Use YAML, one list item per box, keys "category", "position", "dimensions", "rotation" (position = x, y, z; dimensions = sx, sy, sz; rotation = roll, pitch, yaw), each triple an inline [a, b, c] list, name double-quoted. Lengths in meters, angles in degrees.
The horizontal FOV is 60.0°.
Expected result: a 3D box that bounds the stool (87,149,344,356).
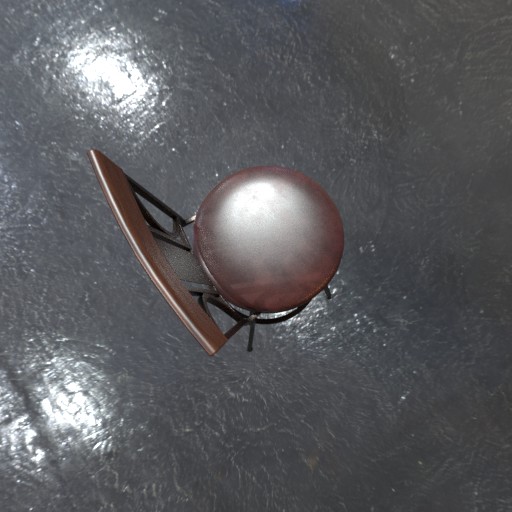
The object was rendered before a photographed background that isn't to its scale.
- category: "stool"
  position: [0.000, 0.000, 1.365]
  dimensions: [0.513, 1.130, 0.448]
  rotation: [-32, 78, -8]
